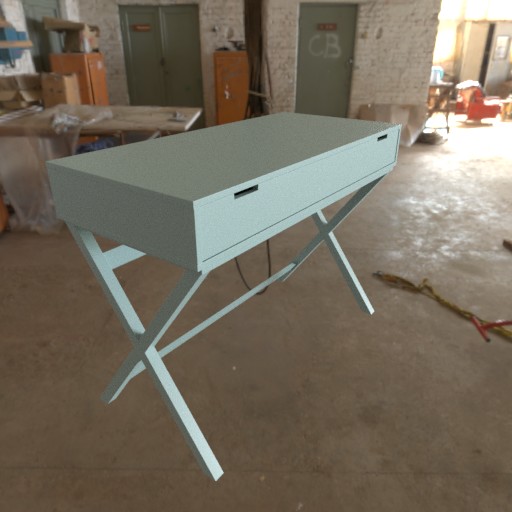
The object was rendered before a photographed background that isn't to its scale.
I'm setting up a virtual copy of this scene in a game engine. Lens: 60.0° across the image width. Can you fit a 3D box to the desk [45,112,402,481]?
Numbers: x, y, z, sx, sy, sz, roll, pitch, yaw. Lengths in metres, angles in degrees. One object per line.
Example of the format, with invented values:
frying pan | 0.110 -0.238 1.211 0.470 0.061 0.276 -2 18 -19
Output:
desk | 0.000 0.000 1.505 0.509 0.780 1.059 18 31 33
